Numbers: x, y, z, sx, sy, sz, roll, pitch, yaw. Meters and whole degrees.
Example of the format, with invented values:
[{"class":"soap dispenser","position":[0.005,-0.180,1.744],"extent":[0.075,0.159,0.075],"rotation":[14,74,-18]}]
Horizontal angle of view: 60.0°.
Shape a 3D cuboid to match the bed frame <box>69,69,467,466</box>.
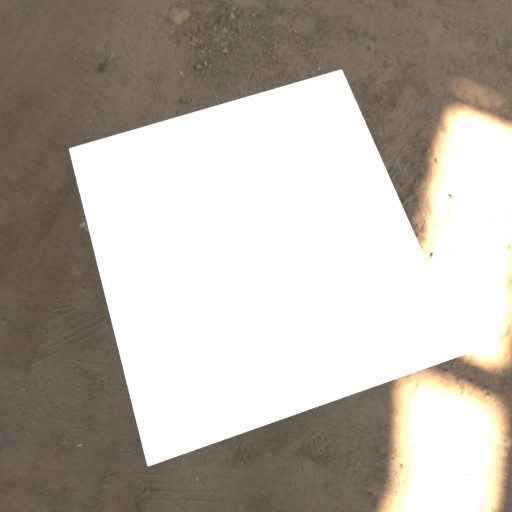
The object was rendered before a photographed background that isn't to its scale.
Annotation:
[{"class":"bed frame","position":[0.000,0.000,3.022],"extent":[1.930,0.559,2.032],"rotation":[-18,76,-5]}]
